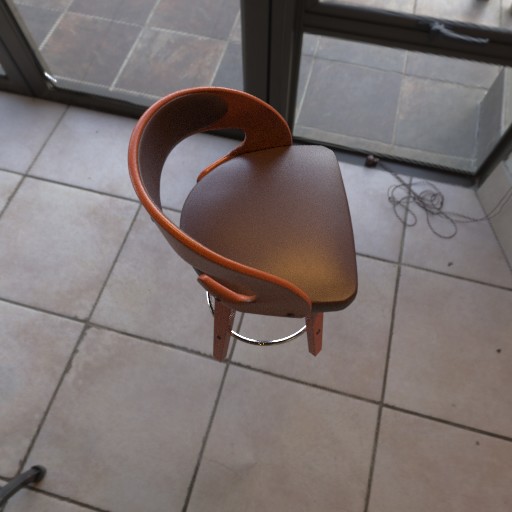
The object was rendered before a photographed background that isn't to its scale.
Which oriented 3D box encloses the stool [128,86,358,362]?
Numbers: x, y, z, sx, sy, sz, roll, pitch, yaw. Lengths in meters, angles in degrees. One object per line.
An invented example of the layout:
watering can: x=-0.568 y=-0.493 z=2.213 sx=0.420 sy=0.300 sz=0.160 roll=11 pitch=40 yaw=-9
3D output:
stool: x=0.000 y=0.000 z=1.216 sx=0.457 sy=0.940 sz=0.457 roll=-3 pitch=65 yaw=-1
